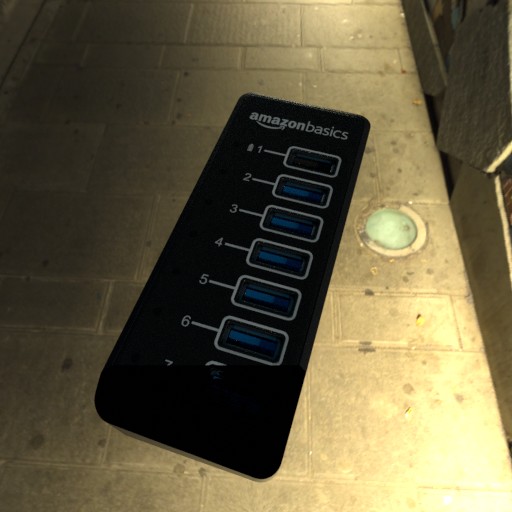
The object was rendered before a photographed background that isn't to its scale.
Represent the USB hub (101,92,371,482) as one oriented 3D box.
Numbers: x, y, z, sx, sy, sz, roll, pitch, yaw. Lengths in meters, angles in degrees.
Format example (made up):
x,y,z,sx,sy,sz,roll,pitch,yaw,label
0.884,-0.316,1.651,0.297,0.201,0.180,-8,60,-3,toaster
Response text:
x,y,z,sx,sy,sz,roll,pitch,yaw,label
0.000,0.000,0.128,0.044,0.023,0.110,15,60,9,USB hub
